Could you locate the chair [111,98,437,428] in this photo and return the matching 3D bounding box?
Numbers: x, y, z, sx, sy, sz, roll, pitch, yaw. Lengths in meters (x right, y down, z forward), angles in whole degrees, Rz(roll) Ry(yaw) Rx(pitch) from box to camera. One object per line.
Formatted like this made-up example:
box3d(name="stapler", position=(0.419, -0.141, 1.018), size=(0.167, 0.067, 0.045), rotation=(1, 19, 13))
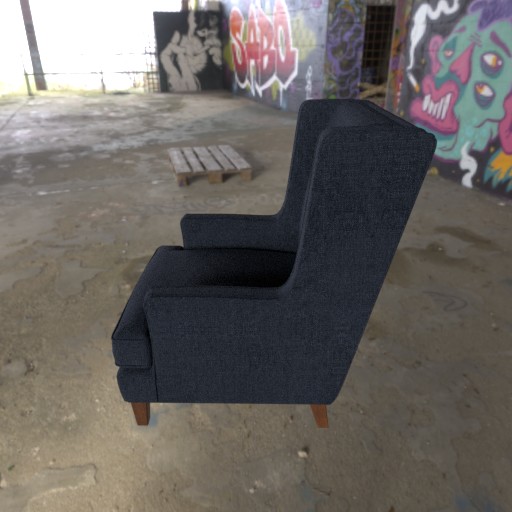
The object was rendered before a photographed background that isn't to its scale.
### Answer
box3d(name="chair", position=(0.000, 0.000, 1.702), size=(0.947, 1.072, 0.764), rotation=(0, 25, 1))
